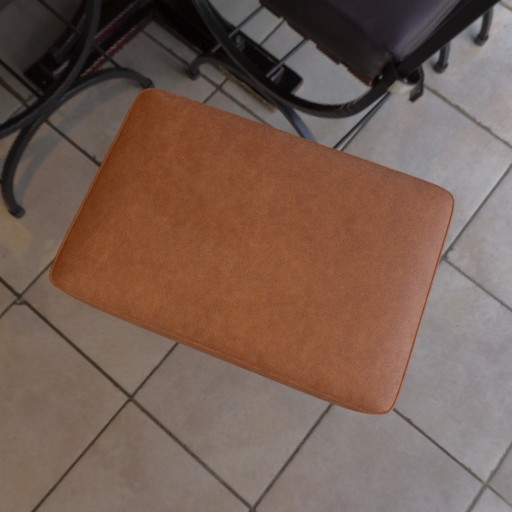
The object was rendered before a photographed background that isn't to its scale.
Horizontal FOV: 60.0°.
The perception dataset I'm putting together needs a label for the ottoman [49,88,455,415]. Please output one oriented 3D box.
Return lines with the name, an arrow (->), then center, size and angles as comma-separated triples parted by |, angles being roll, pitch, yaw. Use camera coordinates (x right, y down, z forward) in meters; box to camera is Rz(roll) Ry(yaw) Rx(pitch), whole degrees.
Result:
ottoman -> 0.000, 0.000, 1.232 | 0.864, 0.483, 0.584 | 21, 77, 5
